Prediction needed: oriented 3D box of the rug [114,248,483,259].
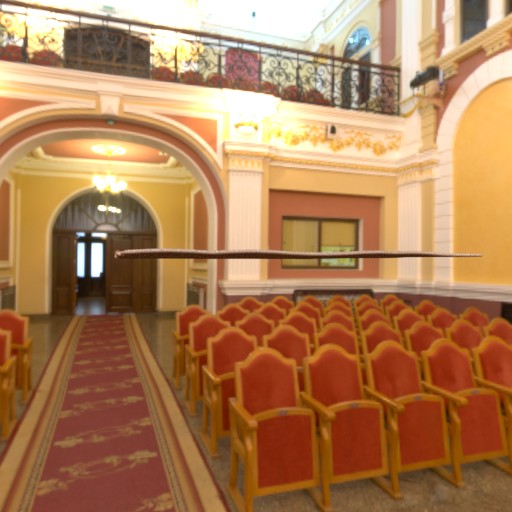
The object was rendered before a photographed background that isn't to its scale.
[{"bbox_3d":[0.000,0.000,0.912,0.551,0.008,0.642,0,-1,-18],"label":"rug"}]
